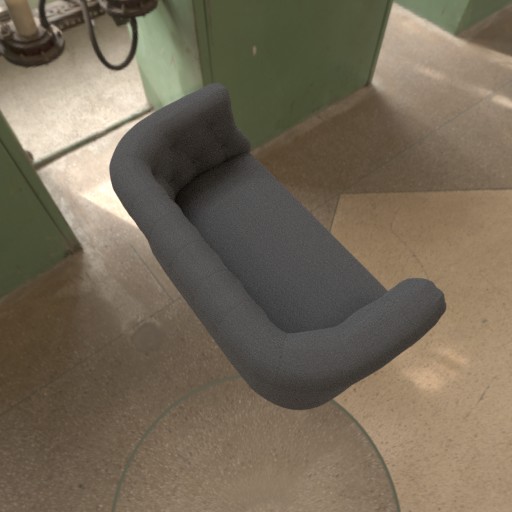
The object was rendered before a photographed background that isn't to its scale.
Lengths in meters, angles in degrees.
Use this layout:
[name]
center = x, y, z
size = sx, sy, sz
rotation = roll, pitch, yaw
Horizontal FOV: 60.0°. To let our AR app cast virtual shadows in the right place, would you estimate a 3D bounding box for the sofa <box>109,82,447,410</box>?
[sofa]
center = 0.000, 0.000, 2.133
size = 0.835, 0.827, 1.558
rotation = -33, 65, -18
